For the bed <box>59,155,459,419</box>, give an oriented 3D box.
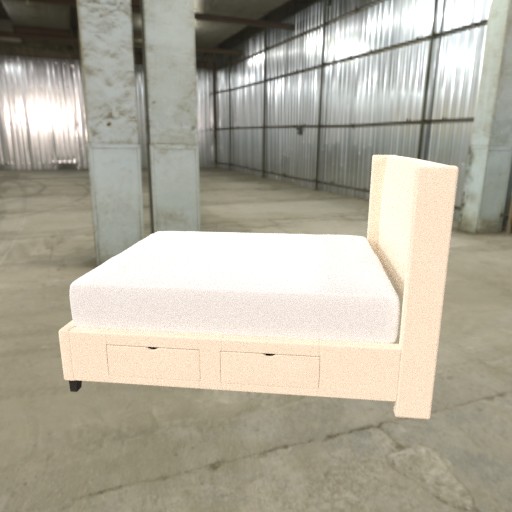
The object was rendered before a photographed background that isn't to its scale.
[{"bbox_3d":[0.000,0.000,3.398,2.280,1.471,1.765,2,15,7],"label":"bed"}]
